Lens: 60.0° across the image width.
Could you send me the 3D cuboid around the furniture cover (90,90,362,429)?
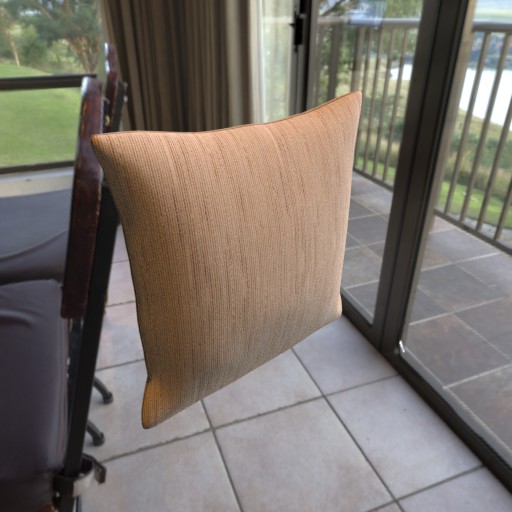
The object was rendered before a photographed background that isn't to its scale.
[{"bbox_3d":[0.000,0.000,0.785,0.512,0.506,0.178,-22,37,-34],"label":"furniture cover"}]
